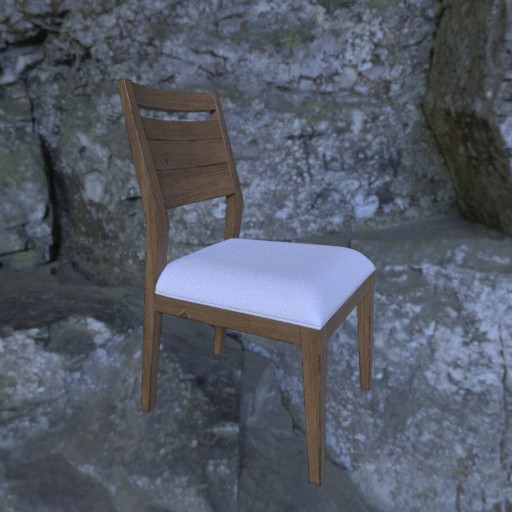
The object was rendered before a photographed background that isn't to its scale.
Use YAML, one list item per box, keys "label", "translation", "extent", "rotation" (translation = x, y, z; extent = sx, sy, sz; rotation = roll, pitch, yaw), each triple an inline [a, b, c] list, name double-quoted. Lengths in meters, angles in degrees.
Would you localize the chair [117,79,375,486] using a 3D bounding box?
- label: "chair"
  translation: [0.000, 0.000, 1.276]
  extent: [0.610, 0.939, 0.497]
  rotation: [8, 17, 27]
